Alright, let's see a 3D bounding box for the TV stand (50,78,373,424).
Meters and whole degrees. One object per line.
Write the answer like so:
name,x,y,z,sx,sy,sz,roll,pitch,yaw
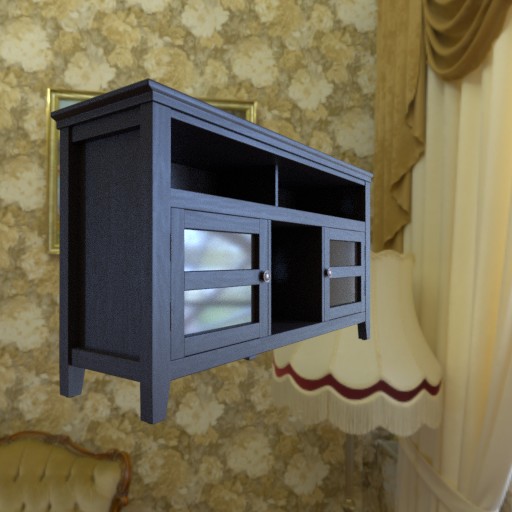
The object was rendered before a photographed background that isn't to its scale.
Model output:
TV stand,0.000,0.000,1.438,0.347,0.681,1.198,0,0,35
